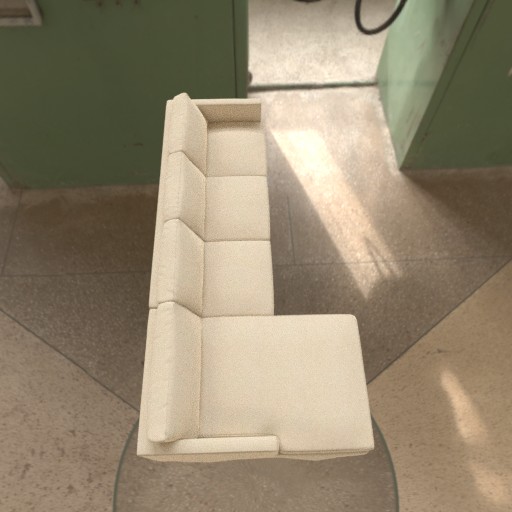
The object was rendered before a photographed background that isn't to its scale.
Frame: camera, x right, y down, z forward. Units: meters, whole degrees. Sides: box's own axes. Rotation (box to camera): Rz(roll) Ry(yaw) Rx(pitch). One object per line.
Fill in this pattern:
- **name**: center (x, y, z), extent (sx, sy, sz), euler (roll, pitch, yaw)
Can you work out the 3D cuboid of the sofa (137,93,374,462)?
- **sofa**: center (0.000, 0.000, 3.829), extent (1.650, 0.922, 3.205), euler (-2, 62, -1)
